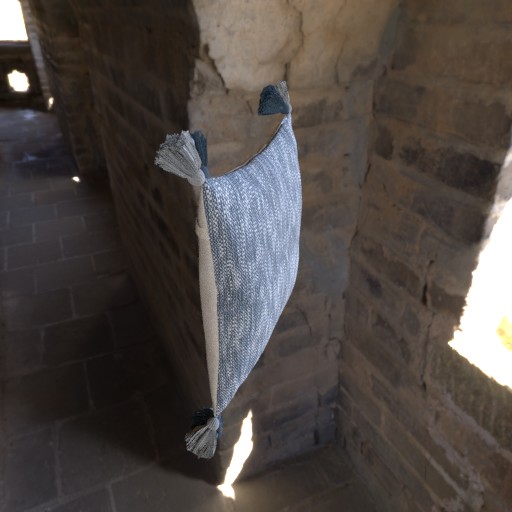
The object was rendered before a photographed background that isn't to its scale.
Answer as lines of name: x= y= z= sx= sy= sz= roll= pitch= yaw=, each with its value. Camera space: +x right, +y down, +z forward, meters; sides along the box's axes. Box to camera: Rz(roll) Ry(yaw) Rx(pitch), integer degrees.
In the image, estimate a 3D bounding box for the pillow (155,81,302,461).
pillow: x=0.000 y=0.000 z=0.925 sx=0.138 sy=0.634 sz=0.614 roll=10 pitch=31 yaw=16
